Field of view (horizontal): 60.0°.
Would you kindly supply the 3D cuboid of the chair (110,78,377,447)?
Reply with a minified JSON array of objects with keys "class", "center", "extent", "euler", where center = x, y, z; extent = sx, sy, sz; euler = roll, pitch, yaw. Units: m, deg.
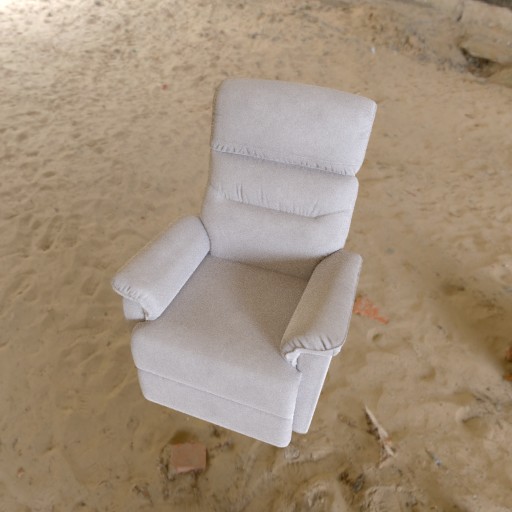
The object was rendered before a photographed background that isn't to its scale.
[{"class":"chair","center":[0.000,0.000,1.726],"extent":[0.820,1.039,1.001],"euler":[14,45,15]}]
